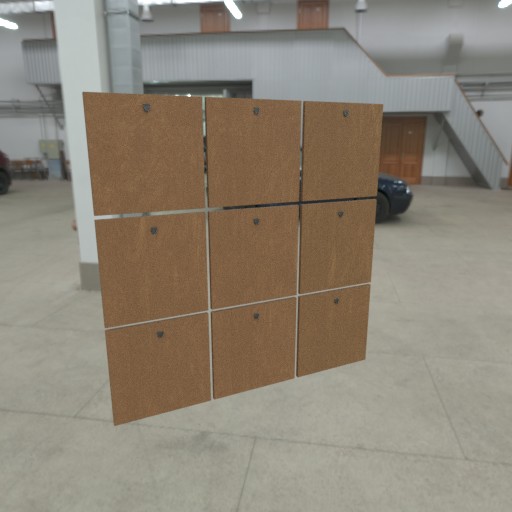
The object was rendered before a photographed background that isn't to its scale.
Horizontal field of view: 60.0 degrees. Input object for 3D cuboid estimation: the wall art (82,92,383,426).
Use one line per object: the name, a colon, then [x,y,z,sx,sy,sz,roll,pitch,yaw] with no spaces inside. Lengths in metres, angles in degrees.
wall art: [0.000,0.000,1.362,0.915,0.913,0.018,-7,16,-25]
